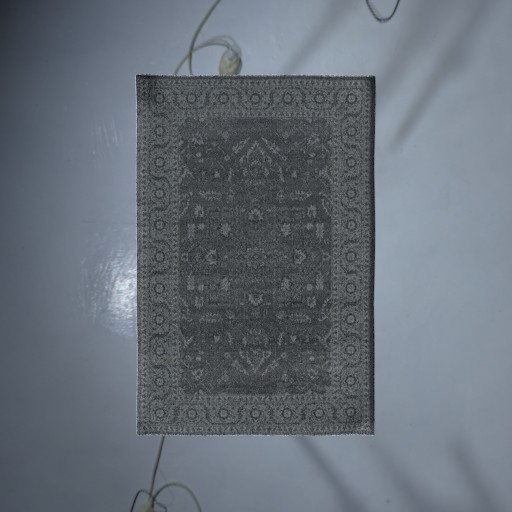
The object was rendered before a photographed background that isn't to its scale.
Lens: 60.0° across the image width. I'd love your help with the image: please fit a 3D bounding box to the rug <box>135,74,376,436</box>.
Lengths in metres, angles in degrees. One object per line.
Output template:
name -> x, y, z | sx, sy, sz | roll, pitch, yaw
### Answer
rug -> 0.000, 0.000, 2.239 | 1.209, 0.019, 1.828 | 0, 91, 0
